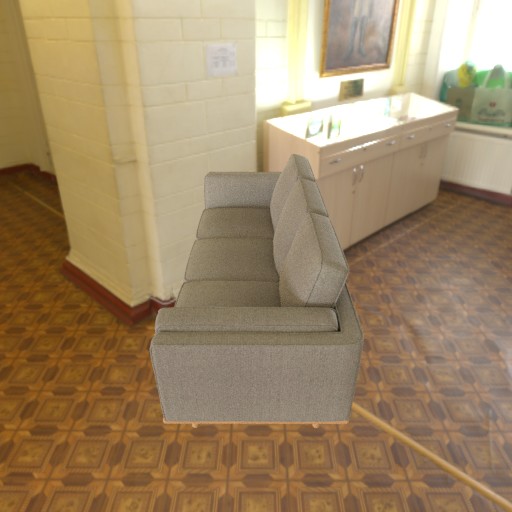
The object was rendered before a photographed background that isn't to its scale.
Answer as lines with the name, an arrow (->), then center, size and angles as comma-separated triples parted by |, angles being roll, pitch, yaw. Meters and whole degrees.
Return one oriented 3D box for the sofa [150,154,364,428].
sofa -> 0.000, 0.000, 2.903 | 0.903, 0.899, 2.362 | 0, 27, 0
